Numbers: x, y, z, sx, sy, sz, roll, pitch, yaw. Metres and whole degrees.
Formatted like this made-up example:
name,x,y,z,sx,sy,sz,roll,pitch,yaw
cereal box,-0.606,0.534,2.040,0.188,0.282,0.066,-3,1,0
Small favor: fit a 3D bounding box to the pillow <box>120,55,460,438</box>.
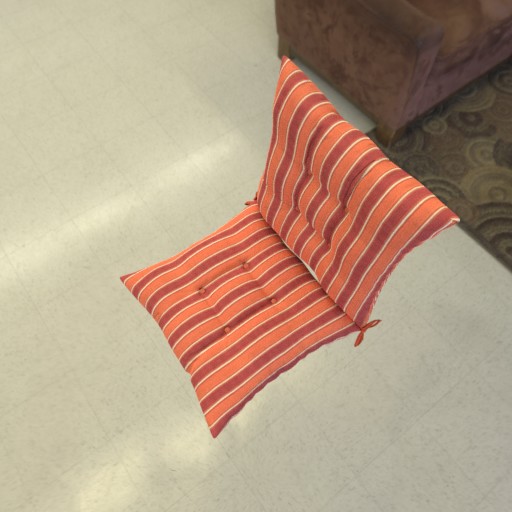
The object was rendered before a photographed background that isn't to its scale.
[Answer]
name,x,y,z,sx,sy,sz,roll,pitch,yaw
pillow,0.000,0.000,1.018,0.585,0.536,0.541,-31,67,-15
